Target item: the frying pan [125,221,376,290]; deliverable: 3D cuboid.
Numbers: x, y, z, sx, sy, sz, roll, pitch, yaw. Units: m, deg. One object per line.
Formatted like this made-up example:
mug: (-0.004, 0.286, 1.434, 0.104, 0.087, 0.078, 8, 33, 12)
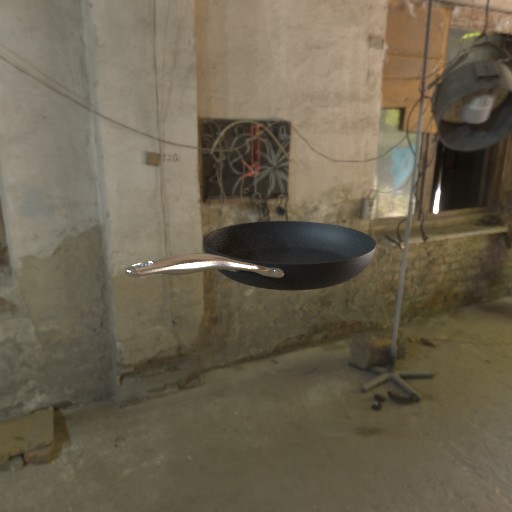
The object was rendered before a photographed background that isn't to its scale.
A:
frying pan: (0.000, 0.000, 0.571, 0.255, 0.105, 0.472, 8, 18, 25)
